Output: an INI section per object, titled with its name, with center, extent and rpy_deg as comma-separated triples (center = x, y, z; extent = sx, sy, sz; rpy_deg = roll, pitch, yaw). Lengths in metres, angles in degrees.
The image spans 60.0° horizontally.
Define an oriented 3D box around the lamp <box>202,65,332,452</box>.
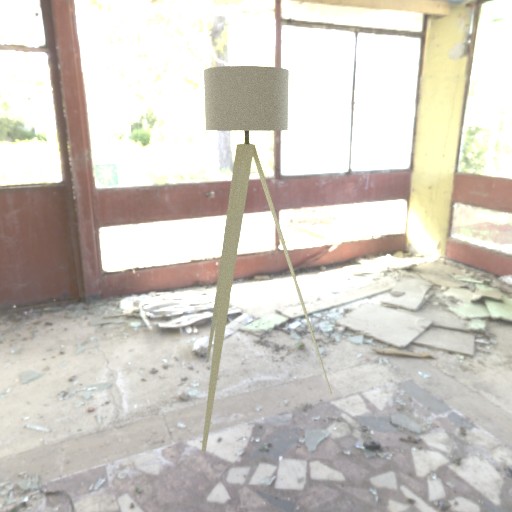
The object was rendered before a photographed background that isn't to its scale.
[lamp]
center = 0.000, 0.000, 1.950
extent = 0.724, 1.524, 0.716
rpy_deg = 3, 17, 11
